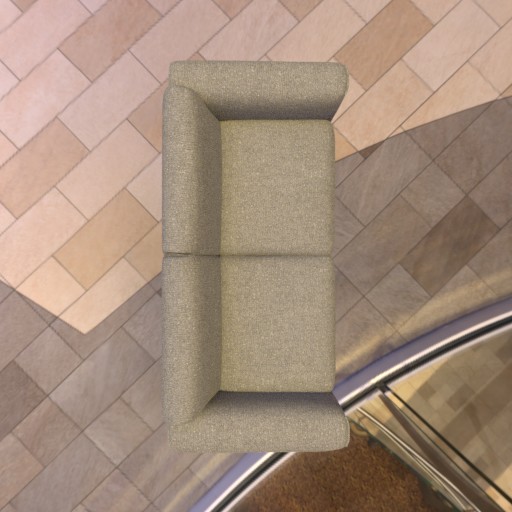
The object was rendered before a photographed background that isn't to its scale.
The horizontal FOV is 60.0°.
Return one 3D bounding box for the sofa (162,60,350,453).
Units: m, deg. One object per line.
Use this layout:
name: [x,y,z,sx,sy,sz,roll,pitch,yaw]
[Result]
sofa: [0.000,0.000,2.567,0.985,0.703,2.125,0,89,-1]
